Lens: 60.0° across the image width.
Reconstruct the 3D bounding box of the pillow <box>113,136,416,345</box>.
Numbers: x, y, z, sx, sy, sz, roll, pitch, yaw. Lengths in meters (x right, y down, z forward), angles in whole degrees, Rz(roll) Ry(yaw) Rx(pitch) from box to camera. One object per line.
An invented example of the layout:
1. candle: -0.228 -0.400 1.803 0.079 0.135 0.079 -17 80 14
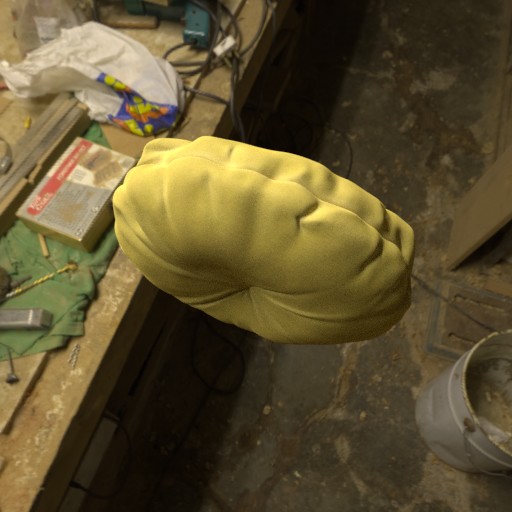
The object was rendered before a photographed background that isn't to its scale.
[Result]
1. pillow: 0.000 0.000 0.624 0.428 0.407 0.148 17 64 9
